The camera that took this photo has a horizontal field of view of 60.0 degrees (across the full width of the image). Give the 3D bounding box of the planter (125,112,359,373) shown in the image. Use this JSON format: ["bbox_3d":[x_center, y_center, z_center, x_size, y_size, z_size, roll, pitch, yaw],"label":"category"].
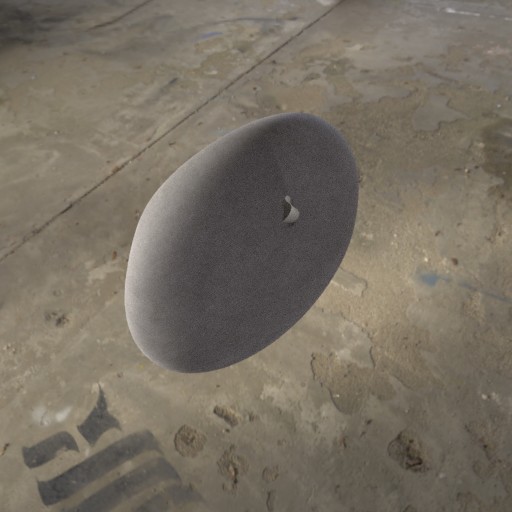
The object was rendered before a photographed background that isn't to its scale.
[{"bbox_3d":[0.000,0.000,0.291,0.185,0.188,0.071,-32,54,-27],"label":"planter"}]
